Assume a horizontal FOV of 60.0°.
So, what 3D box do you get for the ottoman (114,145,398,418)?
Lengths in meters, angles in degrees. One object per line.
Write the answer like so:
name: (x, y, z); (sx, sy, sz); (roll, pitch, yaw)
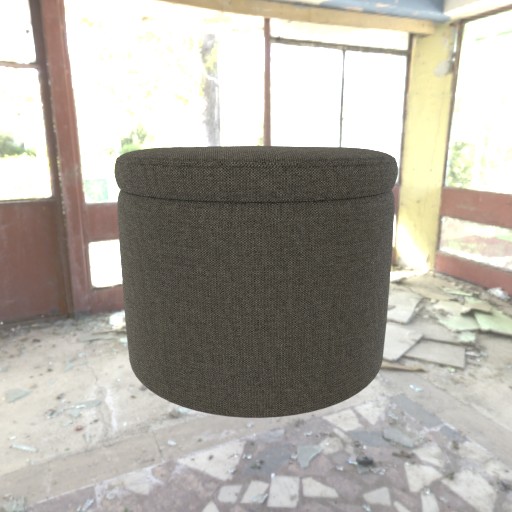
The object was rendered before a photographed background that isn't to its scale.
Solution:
ottoman: (0.000, 0.000, 0.889); (0.520, 0.430, 0.520); (0, 15, 0)
